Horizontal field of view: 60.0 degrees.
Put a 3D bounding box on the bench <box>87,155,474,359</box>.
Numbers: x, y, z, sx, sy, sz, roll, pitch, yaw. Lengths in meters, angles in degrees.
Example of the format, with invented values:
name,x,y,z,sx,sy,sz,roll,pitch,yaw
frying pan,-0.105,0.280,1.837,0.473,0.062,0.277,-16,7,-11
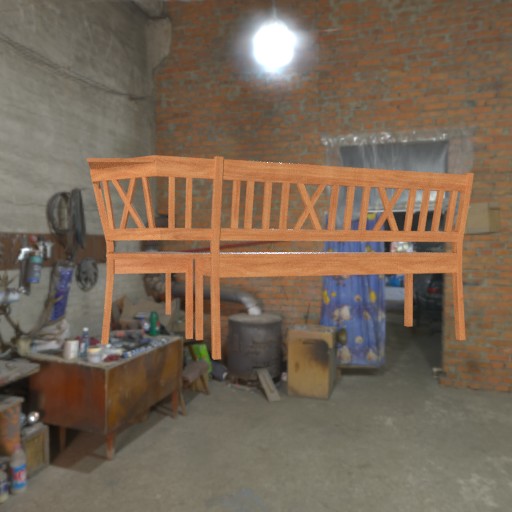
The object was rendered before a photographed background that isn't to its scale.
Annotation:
name,x,y,z,sx,sy,sz,roll,pitch,yaw
bench,0.000,0.000,2.794,1.937,0.902,1.537,0,1,-18
